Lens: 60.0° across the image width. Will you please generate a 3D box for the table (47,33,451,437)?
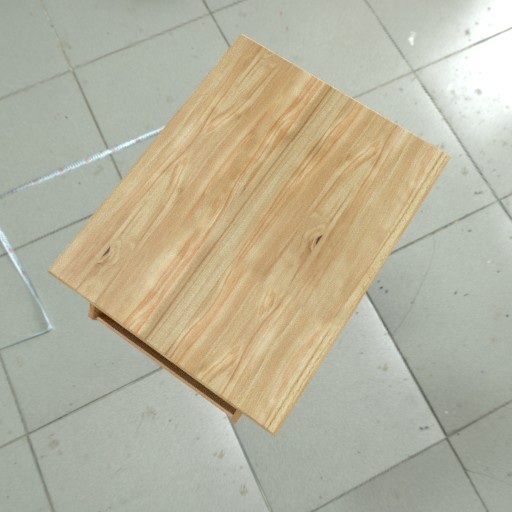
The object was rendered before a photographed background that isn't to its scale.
[{"bbox_3d":[0.000,0.000,0.880,0.380,0.515,0.530,34,78,8],"label":"table"}]
